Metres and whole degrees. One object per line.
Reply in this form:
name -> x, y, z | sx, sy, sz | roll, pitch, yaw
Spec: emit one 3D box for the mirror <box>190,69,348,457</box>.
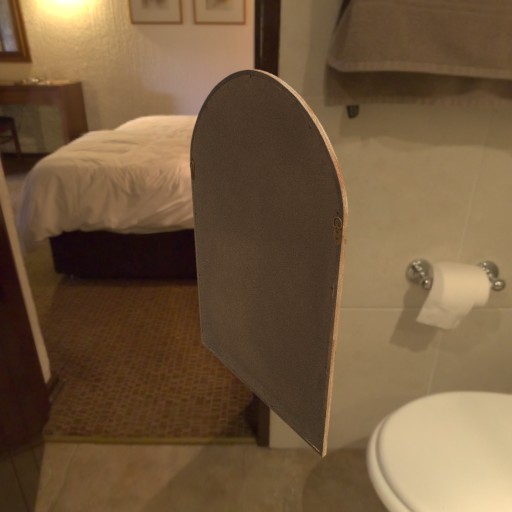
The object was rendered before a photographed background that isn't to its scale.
mirror -> 0.000, 0.000, 1.179 | 0.032, 0.915, 0.609 | -18, 31, -33
